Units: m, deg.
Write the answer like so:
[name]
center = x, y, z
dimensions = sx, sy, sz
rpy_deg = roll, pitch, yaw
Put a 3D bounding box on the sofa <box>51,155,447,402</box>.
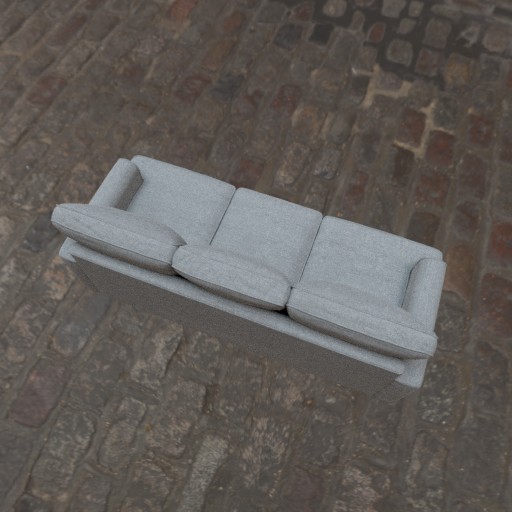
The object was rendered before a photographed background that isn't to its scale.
[sofa]
center = 0.000, 0.000, 2.697
dimensions = 2.158, 0.965, 0.951
rpy_deg = 19, 65, 9
